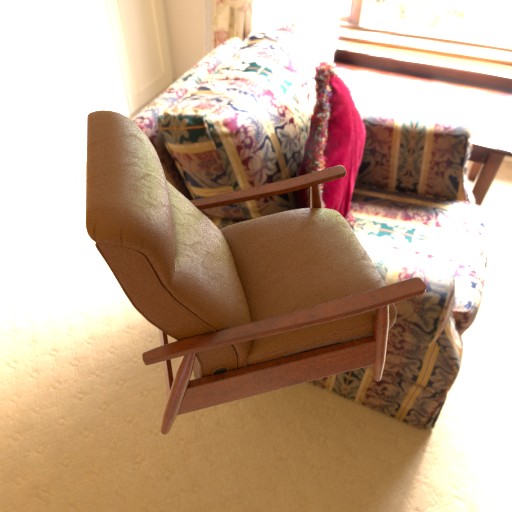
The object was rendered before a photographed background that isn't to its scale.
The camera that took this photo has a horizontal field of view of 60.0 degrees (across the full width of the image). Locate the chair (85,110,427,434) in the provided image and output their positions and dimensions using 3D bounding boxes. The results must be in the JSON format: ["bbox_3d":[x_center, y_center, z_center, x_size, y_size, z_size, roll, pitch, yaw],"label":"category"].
[{"bbox_3d":[0.000,0.000,1.731,1.014,1.082,0.762,-10,46,-10],"label":"chair"}]
